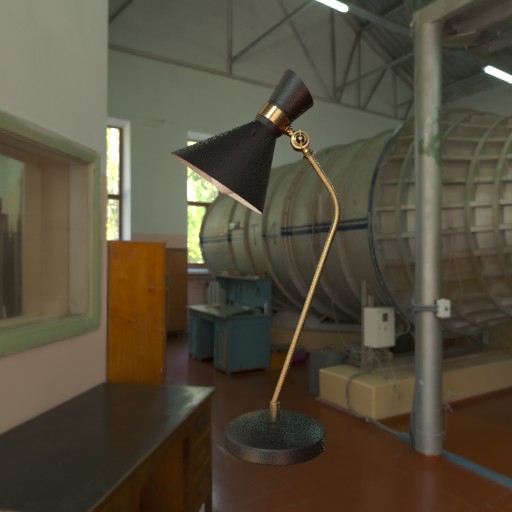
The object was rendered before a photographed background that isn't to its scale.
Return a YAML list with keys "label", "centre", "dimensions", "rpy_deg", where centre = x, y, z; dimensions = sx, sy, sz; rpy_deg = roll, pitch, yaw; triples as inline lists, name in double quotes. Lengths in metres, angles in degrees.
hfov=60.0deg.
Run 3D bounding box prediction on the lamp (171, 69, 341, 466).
- label: "lamp"
  centre: [0.000, 0.000, 0.771]
  dimensions: [0.292, 0.647, 0.189]
  rpy_deg: [0, 0, 3]
